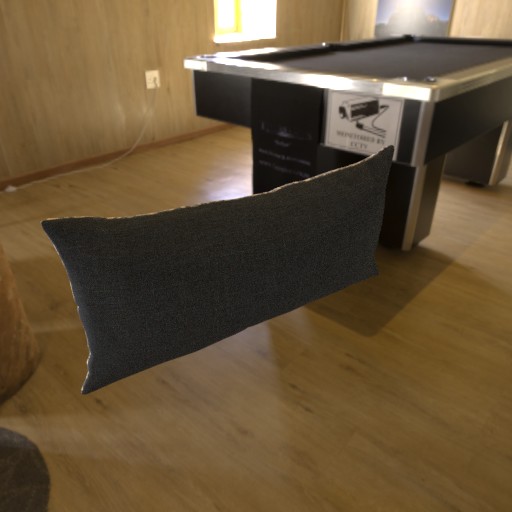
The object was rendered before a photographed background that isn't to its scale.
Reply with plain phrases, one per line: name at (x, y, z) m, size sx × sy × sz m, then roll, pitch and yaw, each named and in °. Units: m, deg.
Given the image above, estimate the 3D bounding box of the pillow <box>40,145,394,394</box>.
pillow at (0.000, 0.000, 0.749) m, size 0.631 × 0.292 × 0.148 m, roll -18°, pitch 35°, yaw -28°
